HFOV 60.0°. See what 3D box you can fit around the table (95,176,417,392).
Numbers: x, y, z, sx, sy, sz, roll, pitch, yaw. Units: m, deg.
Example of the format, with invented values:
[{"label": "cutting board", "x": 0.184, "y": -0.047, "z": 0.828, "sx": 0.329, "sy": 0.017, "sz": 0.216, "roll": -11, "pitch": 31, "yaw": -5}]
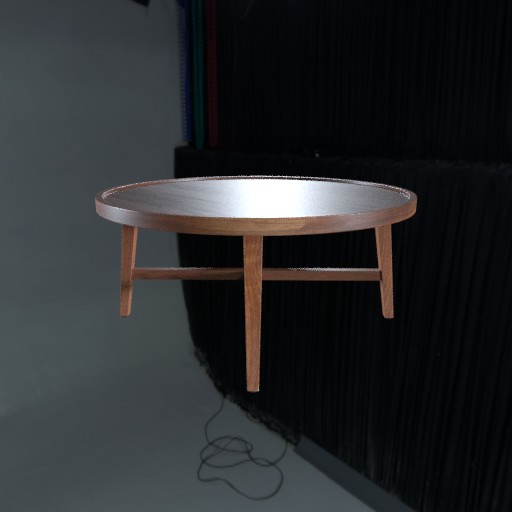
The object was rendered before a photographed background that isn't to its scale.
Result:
[{"label": "table", "x": 0.000, "y": 0.000, "z": 1.215, "sx": 0.800, "sy": 0.360, "sz": 0.800, "roll": 0, "pitch": 15, "yaw": 0}]
